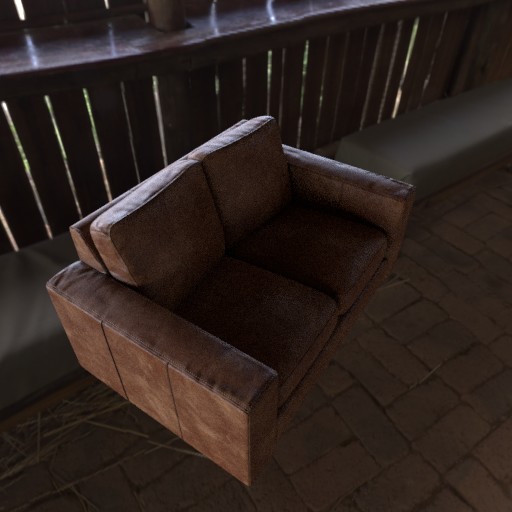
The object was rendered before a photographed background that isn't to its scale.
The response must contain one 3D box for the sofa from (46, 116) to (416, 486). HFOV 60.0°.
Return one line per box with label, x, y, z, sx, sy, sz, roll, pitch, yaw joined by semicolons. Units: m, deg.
sofa;0.000;0.000;2.233;1.041;0.889;1.626;24;47;25
